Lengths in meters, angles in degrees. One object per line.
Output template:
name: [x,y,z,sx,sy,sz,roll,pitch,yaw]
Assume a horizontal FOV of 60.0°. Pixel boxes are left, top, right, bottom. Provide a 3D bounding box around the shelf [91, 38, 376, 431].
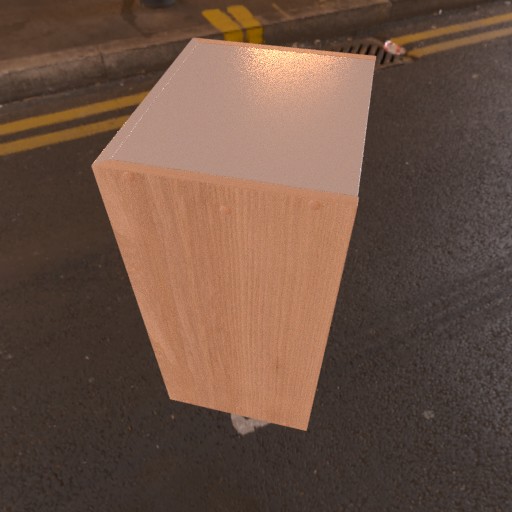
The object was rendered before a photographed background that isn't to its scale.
shelf: [0.000,0.000,0.800,0.290,0.600,0.350,10,49,9]
